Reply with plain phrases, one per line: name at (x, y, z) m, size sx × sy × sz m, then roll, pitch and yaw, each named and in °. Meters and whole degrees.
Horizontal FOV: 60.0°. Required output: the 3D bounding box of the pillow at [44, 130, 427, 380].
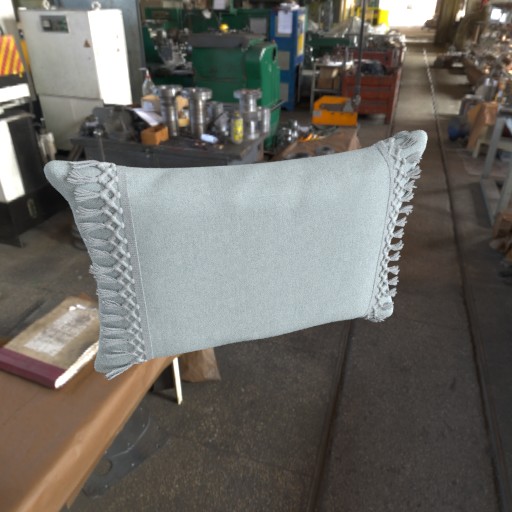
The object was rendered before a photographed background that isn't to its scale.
pillow at (0.000, 0.000, 0.594) m, size 0.466 × 0.305 × 0.084 m, roll -8°, pitch 31°, yaw -14°
